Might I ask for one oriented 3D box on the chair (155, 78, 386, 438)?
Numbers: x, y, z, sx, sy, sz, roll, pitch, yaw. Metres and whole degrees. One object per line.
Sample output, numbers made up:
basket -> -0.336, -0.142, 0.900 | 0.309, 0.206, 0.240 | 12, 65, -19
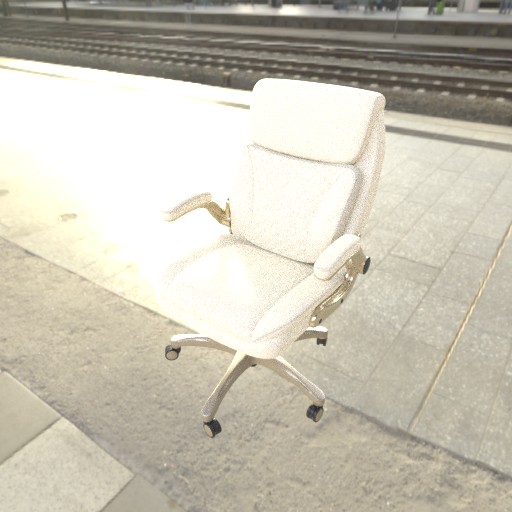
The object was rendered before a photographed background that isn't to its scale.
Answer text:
chair -> 0.000, 0.000, 1.631 | 0.740, 1.110, 0.794 | 19, 36, 28
